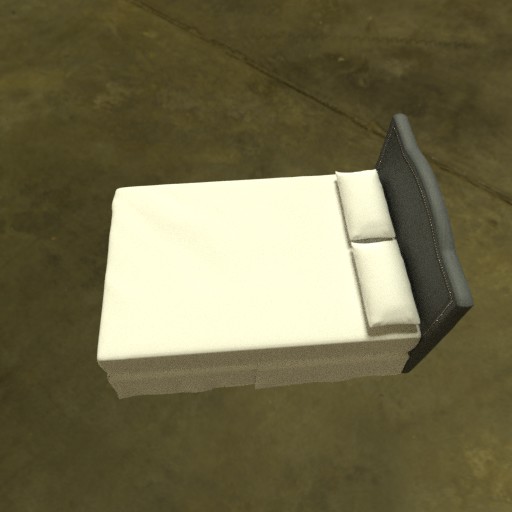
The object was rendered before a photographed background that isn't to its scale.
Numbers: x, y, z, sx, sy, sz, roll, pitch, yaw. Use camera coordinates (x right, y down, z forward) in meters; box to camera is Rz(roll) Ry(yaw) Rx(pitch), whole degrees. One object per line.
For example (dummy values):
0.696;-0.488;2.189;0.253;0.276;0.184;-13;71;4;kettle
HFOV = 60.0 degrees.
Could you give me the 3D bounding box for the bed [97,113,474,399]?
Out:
0.000;0.000;3.553;2.507;1.441;1.747;-4;59;-2;bed
